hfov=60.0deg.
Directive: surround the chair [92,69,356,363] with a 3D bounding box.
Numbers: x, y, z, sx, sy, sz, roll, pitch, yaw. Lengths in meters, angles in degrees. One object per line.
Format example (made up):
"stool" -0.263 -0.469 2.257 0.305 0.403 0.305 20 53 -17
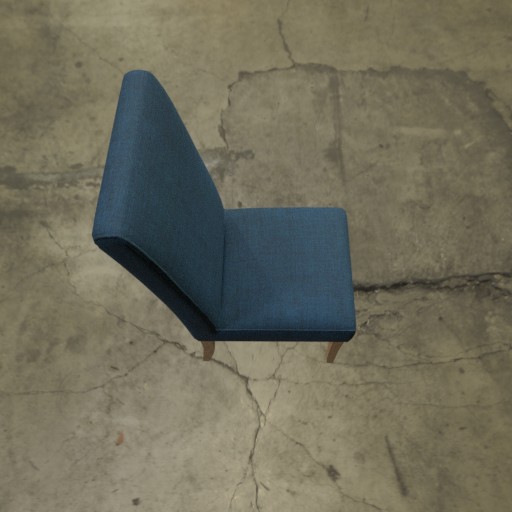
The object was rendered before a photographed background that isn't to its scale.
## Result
"chair" 0.000 0.000 1.352 0.610 1.029 0.450 1 64 0
